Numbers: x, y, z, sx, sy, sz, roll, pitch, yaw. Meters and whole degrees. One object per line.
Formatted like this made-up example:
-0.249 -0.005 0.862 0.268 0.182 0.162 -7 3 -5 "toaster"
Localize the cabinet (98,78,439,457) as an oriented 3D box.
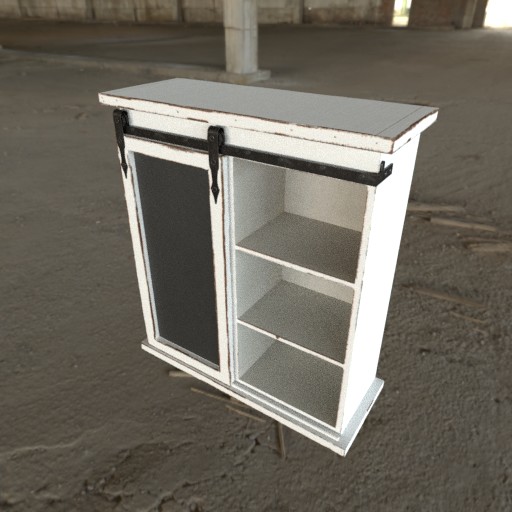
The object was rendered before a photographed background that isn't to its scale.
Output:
0.000 0.000 0.891 0.541 0.603 0.210 19 35 29 "cabinet"
